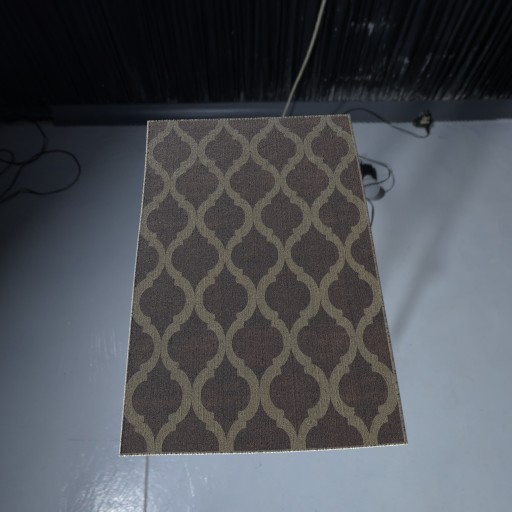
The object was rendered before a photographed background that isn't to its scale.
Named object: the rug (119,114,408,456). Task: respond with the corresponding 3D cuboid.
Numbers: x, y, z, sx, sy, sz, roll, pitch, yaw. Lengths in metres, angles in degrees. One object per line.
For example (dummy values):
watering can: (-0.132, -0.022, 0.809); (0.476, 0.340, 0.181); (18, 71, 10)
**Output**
rug: (0.000, 0.000, 2.810); (1.522, 0.008, 2.284); (-2, 64, -1)
